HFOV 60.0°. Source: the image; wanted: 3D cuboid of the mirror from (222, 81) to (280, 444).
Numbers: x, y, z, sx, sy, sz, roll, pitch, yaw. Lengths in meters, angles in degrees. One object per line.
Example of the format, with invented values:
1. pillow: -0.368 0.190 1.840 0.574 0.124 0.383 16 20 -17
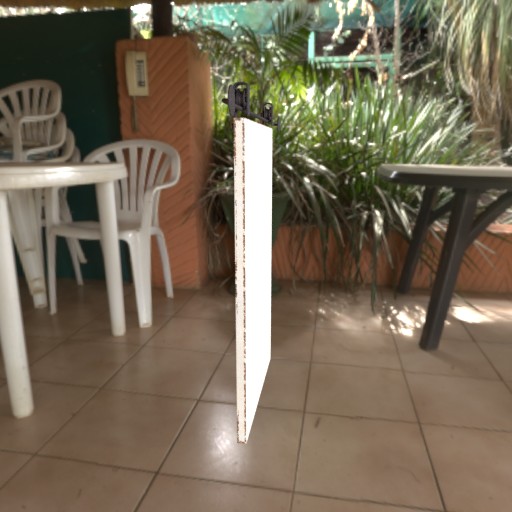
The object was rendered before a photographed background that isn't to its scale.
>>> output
1. mirror: 0.000 0.000 1.223 0.037 0.844 0.808 2 14 9
